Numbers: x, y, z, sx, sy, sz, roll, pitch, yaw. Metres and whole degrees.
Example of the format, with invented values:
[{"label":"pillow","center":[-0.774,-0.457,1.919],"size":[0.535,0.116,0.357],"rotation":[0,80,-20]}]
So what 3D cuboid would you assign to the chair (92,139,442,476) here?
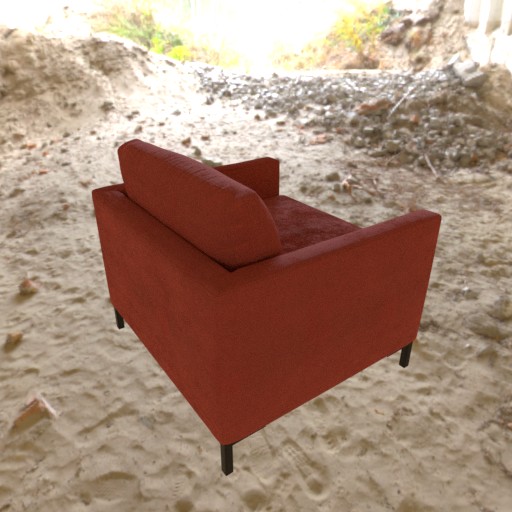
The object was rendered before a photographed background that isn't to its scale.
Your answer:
[{"label":"chair","center":[0.000,0.000,1.646],"size":[0.875,0.812,0.964],"rotation":[-18,32,-31]}]
